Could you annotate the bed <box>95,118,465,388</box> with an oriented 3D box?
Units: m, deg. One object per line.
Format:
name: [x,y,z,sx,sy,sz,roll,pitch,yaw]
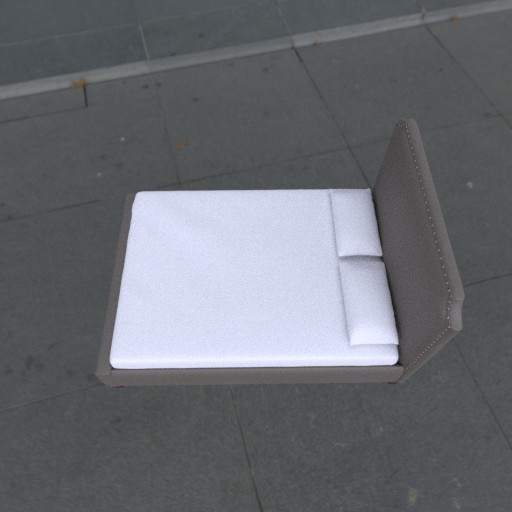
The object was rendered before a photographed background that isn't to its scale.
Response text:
bed: [0.000,0.000,3.428,2.372,1.443,1.712,-1,59,0]
